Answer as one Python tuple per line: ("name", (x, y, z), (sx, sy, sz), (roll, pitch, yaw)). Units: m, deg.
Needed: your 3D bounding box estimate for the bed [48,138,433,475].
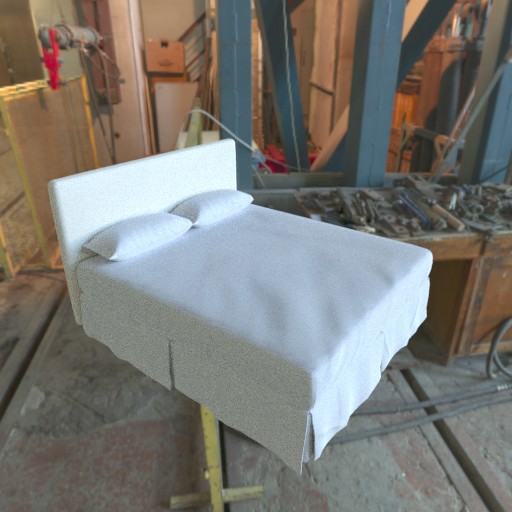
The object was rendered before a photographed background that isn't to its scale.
("bed", (0.000, 0.000, 3.572), (2.341, 1.317, 2.119), (18, 31, 33))
